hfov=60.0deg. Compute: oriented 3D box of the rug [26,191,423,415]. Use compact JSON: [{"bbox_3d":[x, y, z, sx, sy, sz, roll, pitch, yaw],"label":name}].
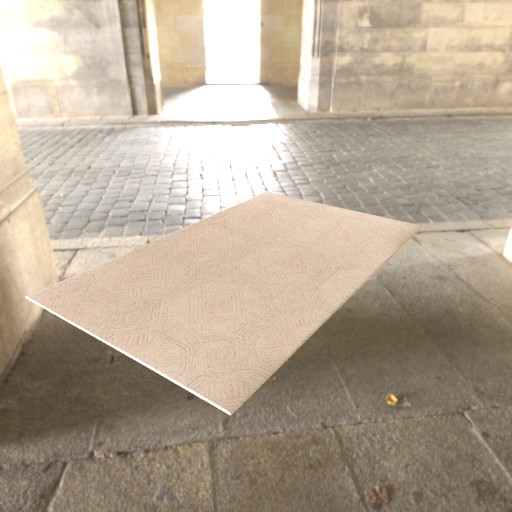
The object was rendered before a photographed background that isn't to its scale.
[{"bbox_3d":[0.000,0.000,3.047,1.524,0.008,2.440,18,31,32],"label":"rug"}]
